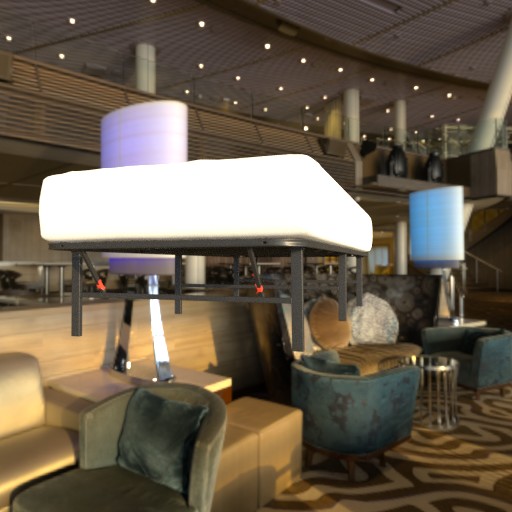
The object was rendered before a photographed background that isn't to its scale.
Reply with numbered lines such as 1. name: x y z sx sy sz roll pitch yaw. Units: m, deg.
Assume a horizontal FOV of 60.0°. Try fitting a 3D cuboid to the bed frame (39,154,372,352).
1. bed frame: 0.000 0.000 2.324 1.025 0.640 1.908 0 -1 20
